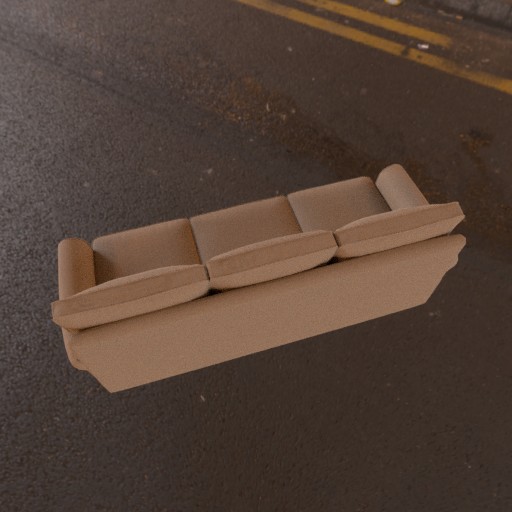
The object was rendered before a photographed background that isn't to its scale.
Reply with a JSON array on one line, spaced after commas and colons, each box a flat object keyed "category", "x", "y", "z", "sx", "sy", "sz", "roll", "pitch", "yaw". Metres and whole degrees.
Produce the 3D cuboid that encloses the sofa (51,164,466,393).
[{"category": "sofa", "x": 0.000, "y": 0.000, "z": 2.807, "sx": 2.354, "sy": 0.948, "sz": 0.966, "roll": -14, "pitch": 57, "yaw": -9}]
